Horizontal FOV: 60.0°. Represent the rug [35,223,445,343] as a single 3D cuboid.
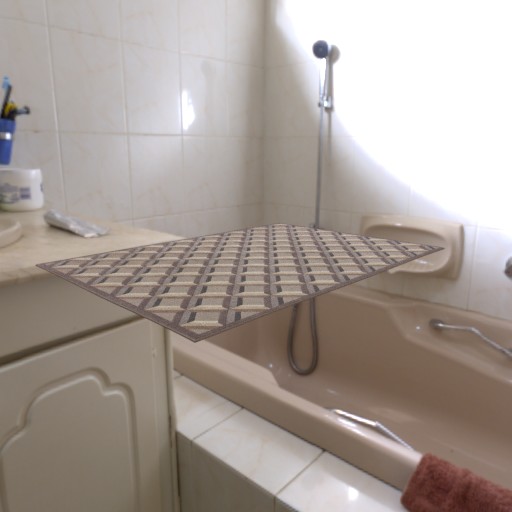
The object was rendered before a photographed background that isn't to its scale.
[{"bbox_3d":[0.000,0.000,2.959,1.600,0.013,2.260,13,19,43],"label":"rug"}]
